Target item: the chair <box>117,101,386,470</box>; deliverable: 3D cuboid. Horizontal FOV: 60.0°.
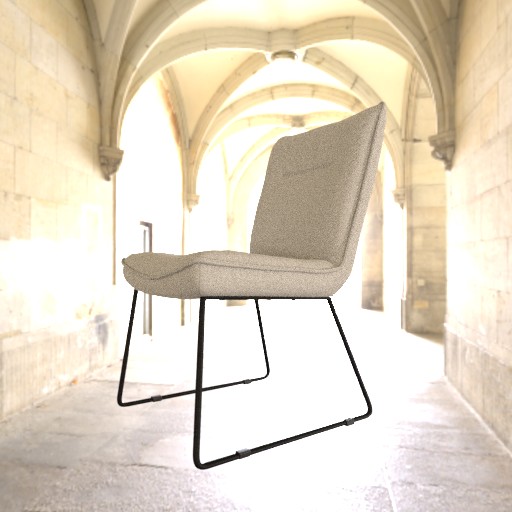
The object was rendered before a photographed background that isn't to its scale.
[{"bbox_3d":[0.000,0.000,1.345,0.688,0.930,0.515,0,-1,-36],"label":"chair"}]
